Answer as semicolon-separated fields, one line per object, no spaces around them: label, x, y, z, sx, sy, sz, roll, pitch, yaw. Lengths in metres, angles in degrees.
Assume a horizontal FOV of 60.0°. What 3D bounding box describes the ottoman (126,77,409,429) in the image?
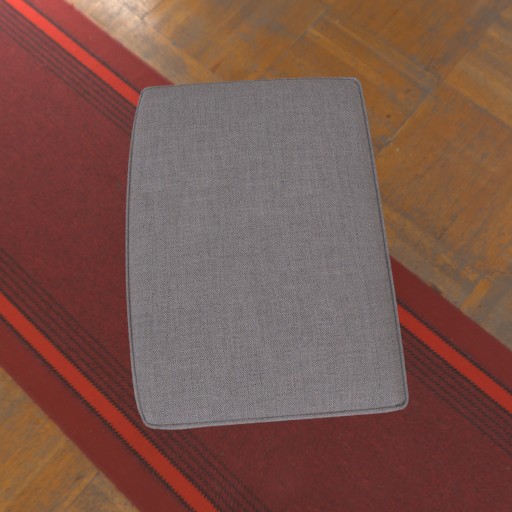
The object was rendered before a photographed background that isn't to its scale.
ottoman;0.000;0.000;1.093;0.555;0.458;0.750;-4;75;-1
